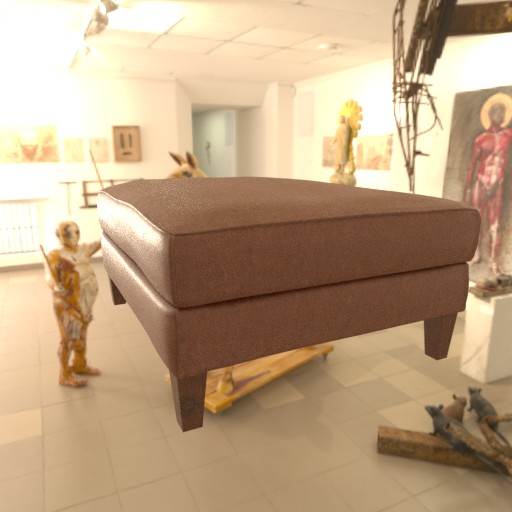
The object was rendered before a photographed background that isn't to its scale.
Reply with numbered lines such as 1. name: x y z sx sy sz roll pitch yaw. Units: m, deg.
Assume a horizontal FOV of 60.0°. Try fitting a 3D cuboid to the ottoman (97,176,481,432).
1. ottoman: 0.000 0.000 1.412 0.836 0.472 0.987 -7 15 -26
